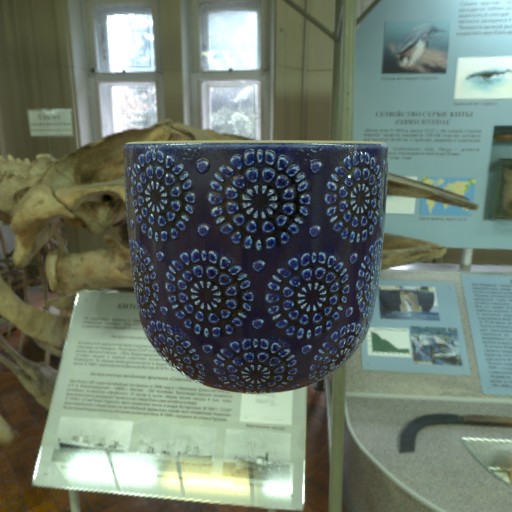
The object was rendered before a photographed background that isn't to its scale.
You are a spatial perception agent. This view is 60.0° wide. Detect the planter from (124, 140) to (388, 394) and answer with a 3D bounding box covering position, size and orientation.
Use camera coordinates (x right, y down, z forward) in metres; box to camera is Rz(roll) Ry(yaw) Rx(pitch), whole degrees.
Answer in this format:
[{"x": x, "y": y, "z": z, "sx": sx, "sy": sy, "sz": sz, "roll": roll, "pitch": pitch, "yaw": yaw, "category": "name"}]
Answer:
[{"x": 0.000, "y": 0.000, "z": 0.301, "sx": 0.165, "sy": 0.149, "sz": 0.165, "roll": 0, "pitch": 13, "yaw": 0, "category": "planter"}]
